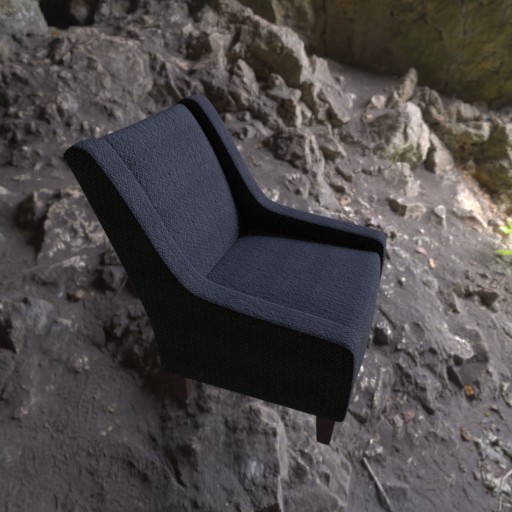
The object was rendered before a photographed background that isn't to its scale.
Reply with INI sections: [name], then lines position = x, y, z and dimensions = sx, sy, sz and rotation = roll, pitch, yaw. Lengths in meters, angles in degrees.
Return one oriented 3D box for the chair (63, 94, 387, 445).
[chair]
position = 0.000, 0.000, 1.730
dimensions = 0.944, 1.012, 0.793
rotation = 11, 33, 18
